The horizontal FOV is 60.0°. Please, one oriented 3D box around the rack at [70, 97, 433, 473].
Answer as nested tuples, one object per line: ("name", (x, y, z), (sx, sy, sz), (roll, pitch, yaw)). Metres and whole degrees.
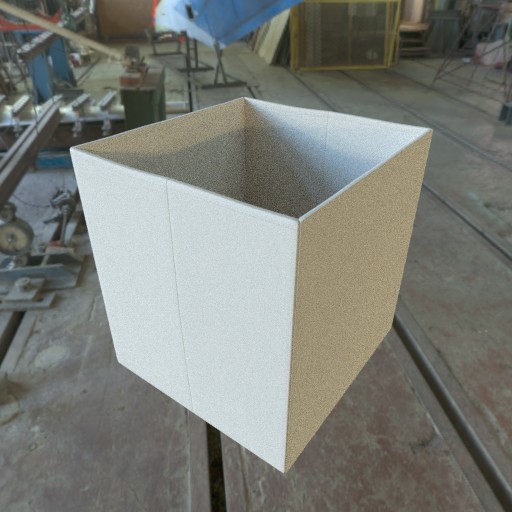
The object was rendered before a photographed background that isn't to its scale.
("rack", (0.000, 0.000, 0.514), (0.270, 0.280, 0.270), (21, 38, 30))
